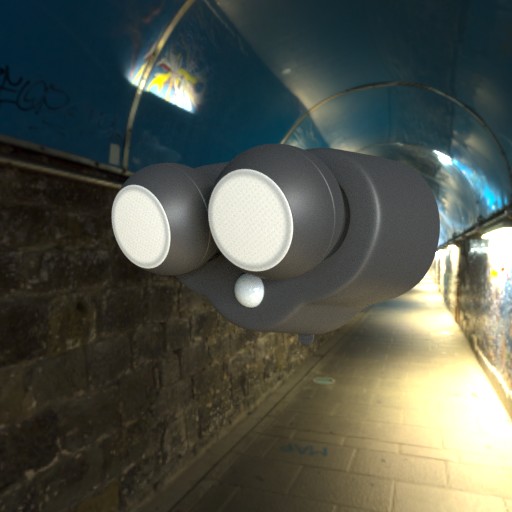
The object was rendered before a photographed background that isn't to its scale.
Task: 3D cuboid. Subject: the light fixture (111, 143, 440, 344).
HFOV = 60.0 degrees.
[{"bbox_3d":[0.000,0.000,0.336,0.229,0.159,0.159,0,0,36],"label":"light fixture"}]
